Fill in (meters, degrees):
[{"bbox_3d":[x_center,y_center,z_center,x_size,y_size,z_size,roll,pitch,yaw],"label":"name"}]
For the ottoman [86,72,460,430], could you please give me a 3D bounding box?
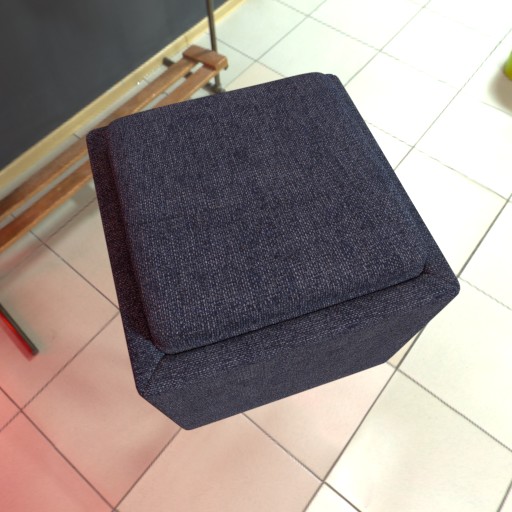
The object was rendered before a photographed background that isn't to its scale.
[{"bbox_3d":[0.000,0.000,0.811,0.450,0.460,0.450,-16,64,-8],"label":"ottoman"}]
